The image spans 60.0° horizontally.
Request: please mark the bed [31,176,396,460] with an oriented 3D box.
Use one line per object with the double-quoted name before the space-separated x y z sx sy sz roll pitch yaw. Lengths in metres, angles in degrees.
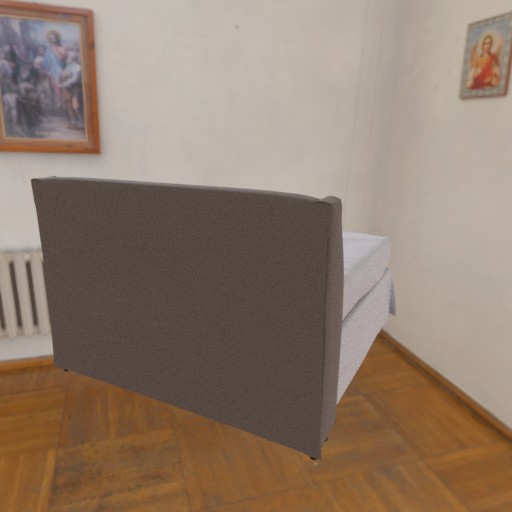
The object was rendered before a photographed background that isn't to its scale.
"bed" 0.000 0.000 3.373 1.925 1.332 2.276 8 18 27
